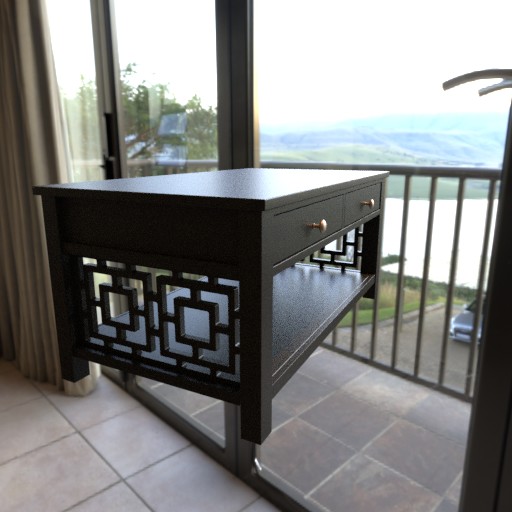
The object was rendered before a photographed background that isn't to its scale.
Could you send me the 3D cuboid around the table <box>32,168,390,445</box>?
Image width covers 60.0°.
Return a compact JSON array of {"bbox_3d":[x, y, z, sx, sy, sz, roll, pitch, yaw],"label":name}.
[{"bbox_3d":[0.000,0.000,1.404,0.612,0.493,1.068,7,15,26],"label":"table"}]
